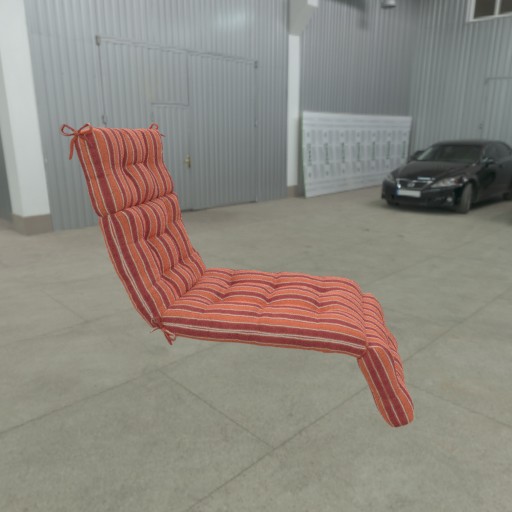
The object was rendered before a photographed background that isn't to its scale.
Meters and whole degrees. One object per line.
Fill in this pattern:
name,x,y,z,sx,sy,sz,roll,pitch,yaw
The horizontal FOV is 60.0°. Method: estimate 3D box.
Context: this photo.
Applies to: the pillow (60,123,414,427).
pillow,0.000,0.000,1.476,1.016,0.863,0.526,3,16,10
